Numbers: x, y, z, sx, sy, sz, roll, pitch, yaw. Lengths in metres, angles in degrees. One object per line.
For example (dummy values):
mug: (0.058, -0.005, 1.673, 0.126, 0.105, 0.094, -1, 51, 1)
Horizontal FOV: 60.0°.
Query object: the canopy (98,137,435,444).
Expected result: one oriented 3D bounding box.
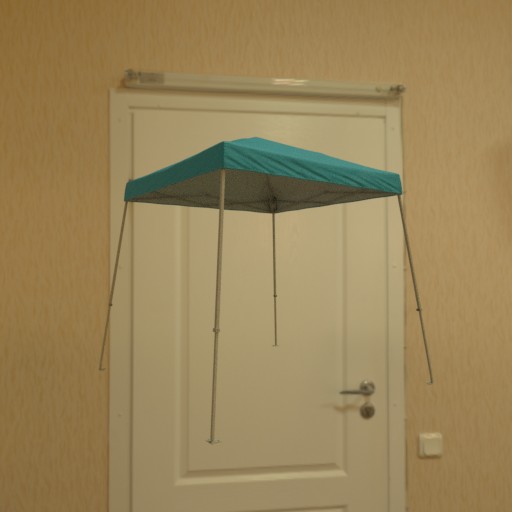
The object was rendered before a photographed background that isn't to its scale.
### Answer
canopy: (0.000, 0.000, 6.670, 3.600, 3.600, 3.599, 1, -1, -36)
